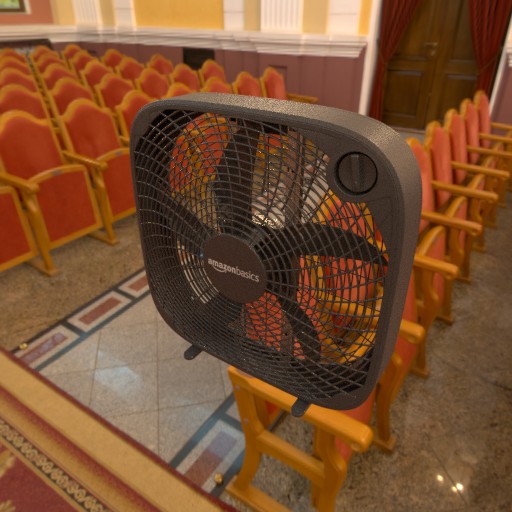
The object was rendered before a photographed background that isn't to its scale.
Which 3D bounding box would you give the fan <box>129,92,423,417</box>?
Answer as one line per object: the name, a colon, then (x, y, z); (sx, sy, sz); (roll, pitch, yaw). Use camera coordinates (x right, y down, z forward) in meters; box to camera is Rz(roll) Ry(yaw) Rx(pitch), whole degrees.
fan: (0.000, 0.000, 0.801); (0.526, 0.533, 0.142); (19, 35, 29)
